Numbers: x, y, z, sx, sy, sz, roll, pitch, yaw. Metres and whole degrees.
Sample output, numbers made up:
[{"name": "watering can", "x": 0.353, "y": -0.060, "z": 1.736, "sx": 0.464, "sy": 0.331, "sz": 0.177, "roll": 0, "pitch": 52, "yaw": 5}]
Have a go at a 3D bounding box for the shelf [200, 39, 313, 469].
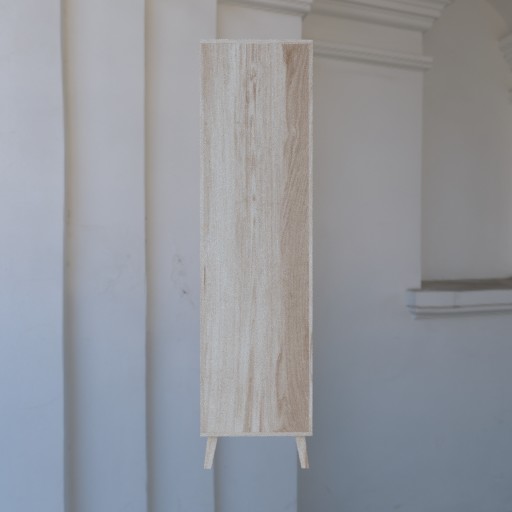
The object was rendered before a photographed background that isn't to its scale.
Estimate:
[{"name": "shelf", "x": 0.000, "y": 0.000, "z": 2.237, "sx": 0.510, "sy": 1.960, "sz": 0.450, "roll": 0, "pitch": 1, "yaw": -1}]
